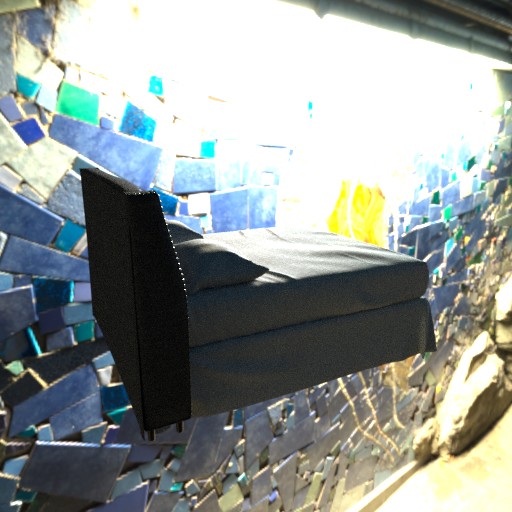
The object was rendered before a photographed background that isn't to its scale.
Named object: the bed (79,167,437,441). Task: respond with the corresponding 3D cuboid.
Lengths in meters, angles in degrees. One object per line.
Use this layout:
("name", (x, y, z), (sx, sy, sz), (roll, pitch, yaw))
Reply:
("bed", (0.000, 0.000, 3.429), (2.276, 1.332, 1.925), (-7, 17, -26))
